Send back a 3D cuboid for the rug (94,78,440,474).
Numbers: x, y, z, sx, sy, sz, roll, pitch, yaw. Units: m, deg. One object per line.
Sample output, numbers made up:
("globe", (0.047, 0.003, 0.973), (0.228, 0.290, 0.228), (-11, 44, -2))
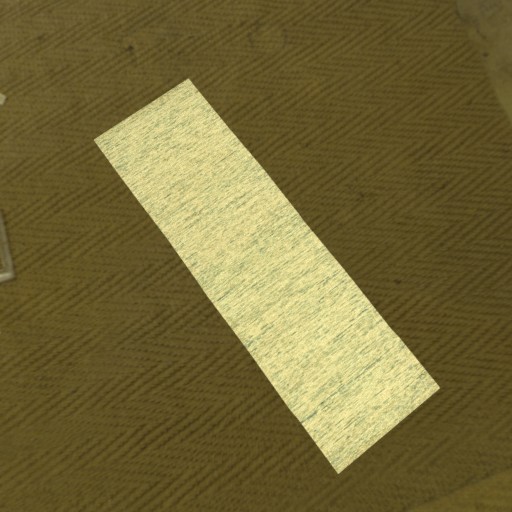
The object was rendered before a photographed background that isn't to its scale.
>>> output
("rug", (0.000, 0.000, 2.474), (0.700, 0.014, 2.290), (-36, 79, -8))
